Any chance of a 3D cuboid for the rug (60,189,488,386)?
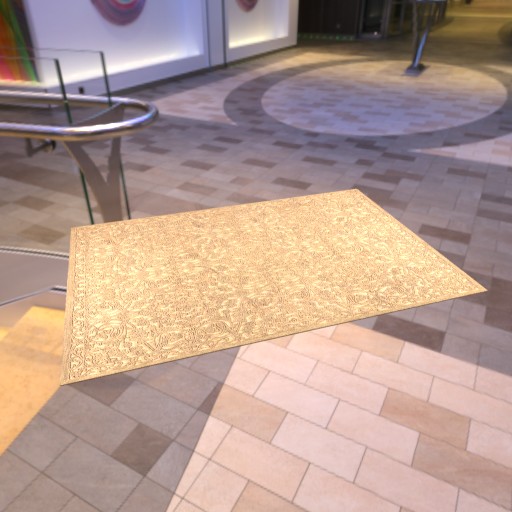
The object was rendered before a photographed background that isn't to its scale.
[{"bbox_3d":[0.000,0.000,2.278,1.827,0.006,1.221,-10,33,-15],"label":"rug"}]
